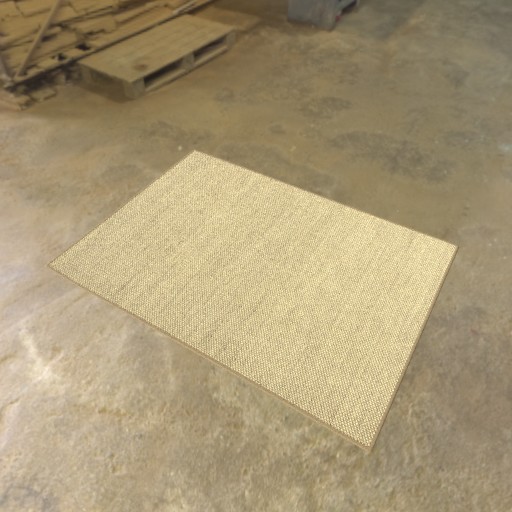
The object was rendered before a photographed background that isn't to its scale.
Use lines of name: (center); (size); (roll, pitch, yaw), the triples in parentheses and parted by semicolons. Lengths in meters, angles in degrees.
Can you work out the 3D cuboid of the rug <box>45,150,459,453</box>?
rug: (0.000, 0.000, 2.764); (2.115, 0.013, 1.517); (24, 51, 21)
